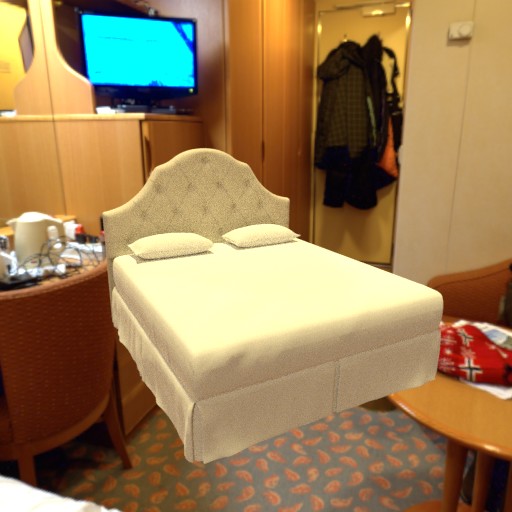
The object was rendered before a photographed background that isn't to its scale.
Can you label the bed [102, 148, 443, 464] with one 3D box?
[{"bbox_3d":[0.000,0.000,3.566,2.008,1.615,2.214,-8,18,-27],"label":"bed"}]
